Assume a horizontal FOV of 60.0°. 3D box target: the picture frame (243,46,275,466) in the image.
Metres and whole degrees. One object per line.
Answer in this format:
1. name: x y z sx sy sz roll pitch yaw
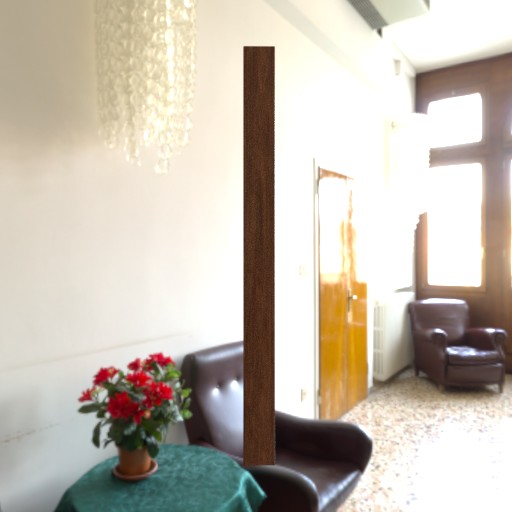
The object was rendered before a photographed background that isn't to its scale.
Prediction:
1. picture frame: 0.000 0.000 0.539 0.025 0.330 0.381 0 0 -1
